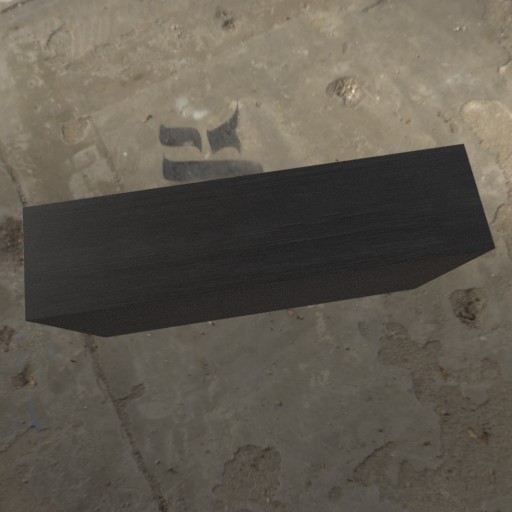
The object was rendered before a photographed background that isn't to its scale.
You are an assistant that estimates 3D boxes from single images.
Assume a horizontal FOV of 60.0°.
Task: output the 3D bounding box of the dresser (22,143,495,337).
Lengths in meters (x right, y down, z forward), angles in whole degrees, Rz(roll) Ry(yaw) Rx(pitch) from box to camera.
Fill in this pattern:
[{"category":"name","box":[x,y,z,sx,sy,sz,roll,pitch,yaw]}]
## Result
[{"category":"dresser","box":[0.000,0.000,1.914,1.590,0.795,0.400,-9,76,-2]}]
